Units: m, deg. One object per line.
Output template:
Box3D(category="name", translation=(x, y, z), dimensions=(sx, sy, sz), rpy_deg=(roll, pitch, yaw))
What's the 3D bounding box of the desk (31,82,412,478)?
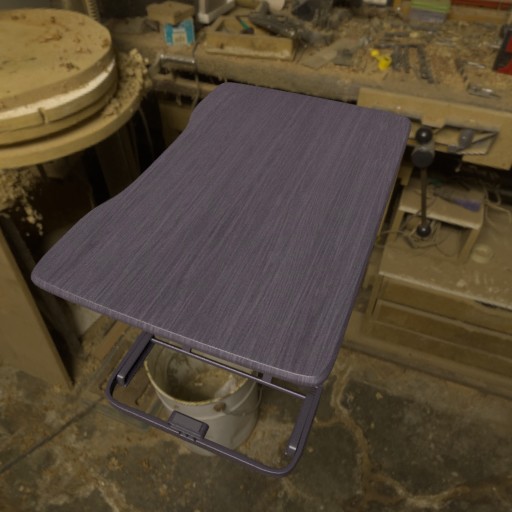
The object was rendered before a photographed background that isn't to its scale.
Box3D(category="desk", translation=(0.000, 0.000, 1.115), dimensions=(0.546, 0.470, 0.820), rpy_deg=(17, 49, 15))
